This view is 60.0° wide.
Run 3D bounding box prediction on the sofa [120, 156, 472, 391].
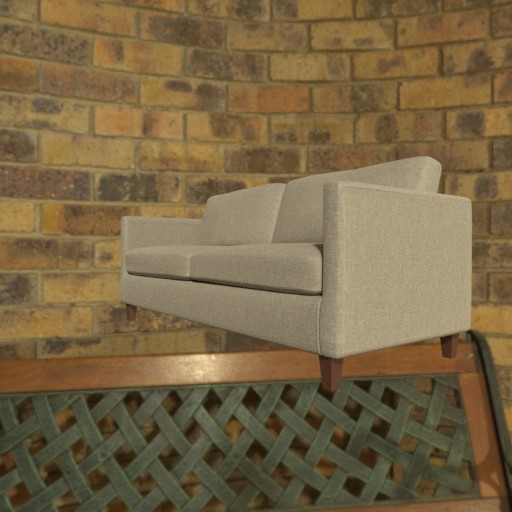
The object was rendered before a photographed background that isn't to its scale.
[{"bbox_3d":[0.000,0.000,2.694,0.956,0.963,2.208,-1,1,-37],"label":"sofa"}]
